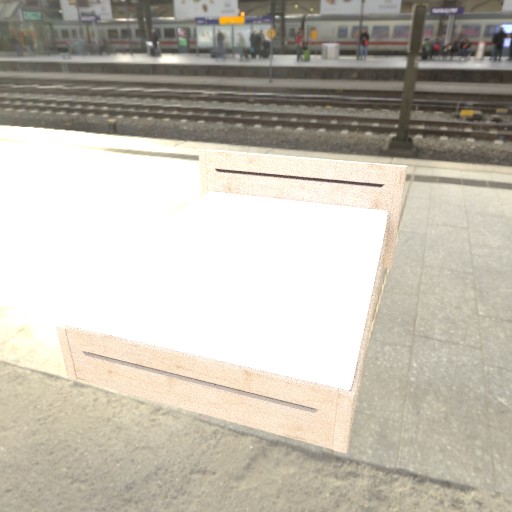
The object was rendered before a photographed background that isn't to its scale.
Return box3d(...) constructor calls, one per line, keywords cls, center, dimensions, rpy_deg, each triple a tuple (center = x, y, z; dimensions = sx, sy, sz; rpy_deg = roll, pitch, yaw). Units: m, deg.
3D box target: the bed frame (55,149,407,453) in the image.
box3d(cls="bed frame", center=(0.000, 0.000, 3.062), dimensions=(1.800, 0.900, 2.080), rpy_deg=(9, 27, 17))
